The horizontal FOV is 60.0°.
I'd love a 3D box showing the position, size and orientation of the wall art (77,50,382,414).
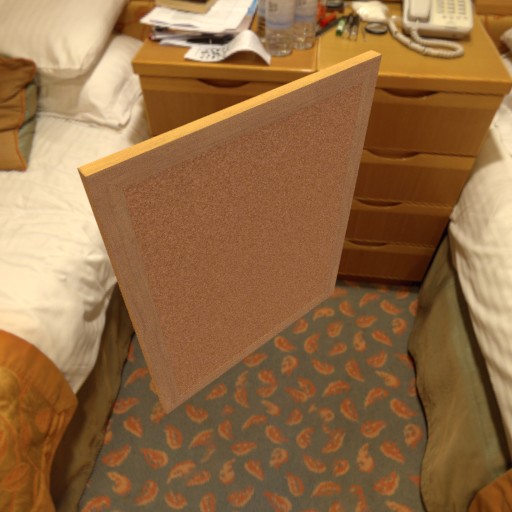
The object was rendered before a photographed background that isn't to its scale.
[{"bbox_3d":[0.000,0.000,0.754,0.460,0.561,0.020,-31,54,-26],"label":"wall art"}]
